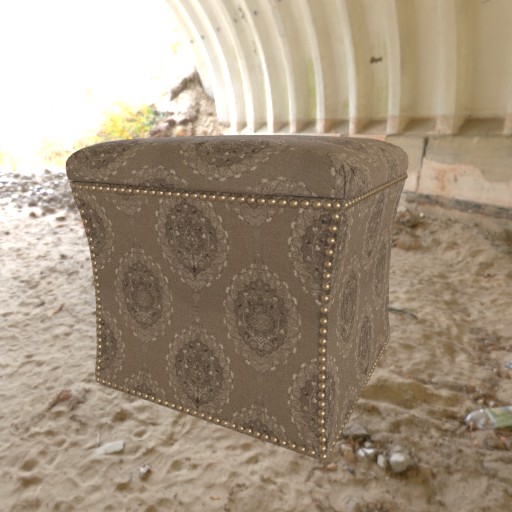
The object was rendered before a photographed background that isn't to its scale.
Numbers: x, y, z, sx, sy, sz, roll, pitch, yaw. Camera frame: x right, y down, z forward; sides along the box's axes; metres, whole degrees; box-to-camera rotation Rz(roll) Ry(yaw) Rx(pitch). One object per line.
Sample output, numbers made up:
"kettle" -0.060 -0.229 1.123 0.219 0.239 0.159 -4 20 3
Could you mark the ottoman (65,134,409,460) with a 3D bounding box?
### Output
"ottoman" 0.000 0.000 0.896 0.507 0.473 0.497 8 18 26
